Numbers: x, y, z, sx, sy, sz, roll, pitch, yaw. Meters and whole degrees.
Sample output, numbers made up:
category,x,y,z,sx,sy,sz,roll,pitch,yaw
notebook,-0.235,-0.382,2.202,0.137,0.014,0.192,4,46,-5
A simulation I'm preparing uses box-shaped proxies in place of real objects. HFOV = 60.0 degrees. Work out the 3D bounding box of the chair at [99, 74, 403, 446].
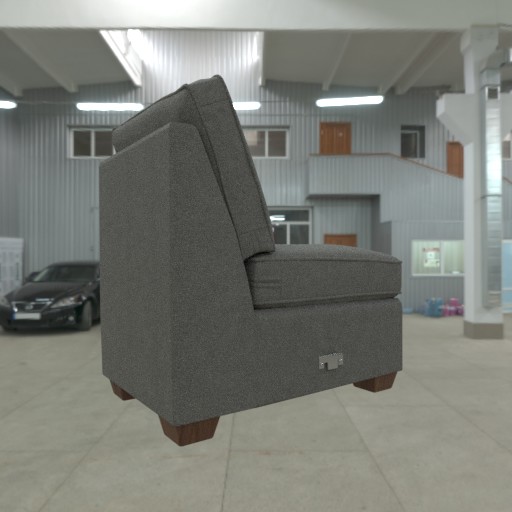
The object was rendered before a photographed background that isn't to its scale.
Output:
category,x,y,z,sx,sy,sz,roll,pitch,yaw
chair,0.000,0.000,1.589,0.938,0.970,0.621,0,0,-36
